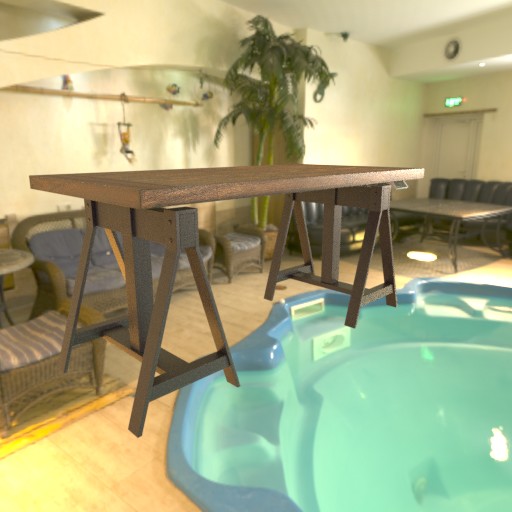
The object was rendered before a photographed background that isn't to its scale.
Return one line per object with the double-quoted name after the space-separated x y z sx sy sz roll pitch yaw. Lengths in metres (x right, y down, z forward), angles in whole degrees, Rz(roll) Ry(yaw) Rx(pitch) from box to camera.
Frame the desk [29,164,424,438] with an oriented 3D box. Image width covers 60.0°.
0.000 0.000 1.932 1.543 0.725 0.784 -13 19 -43 "desk"
